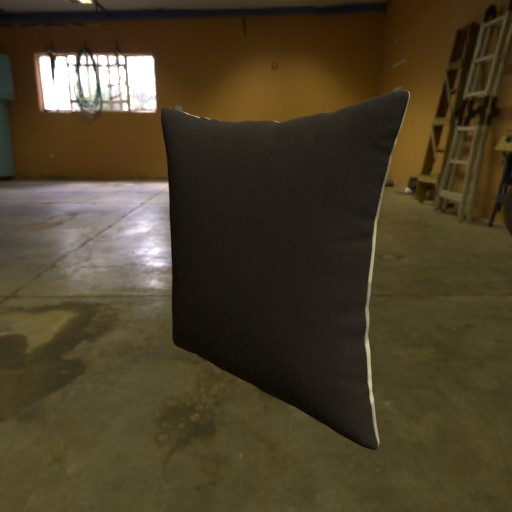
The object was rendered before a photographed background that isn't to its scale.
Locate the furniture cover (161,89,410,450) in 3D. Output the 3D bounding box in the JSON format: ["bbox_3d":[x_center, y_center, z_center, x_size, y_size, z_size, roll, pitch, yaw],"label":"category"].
[{"bbox_3d":[0.000,0.000,0.766,0.511,0.509,0.161,14,21,42],"label":"furniture cover"}]
